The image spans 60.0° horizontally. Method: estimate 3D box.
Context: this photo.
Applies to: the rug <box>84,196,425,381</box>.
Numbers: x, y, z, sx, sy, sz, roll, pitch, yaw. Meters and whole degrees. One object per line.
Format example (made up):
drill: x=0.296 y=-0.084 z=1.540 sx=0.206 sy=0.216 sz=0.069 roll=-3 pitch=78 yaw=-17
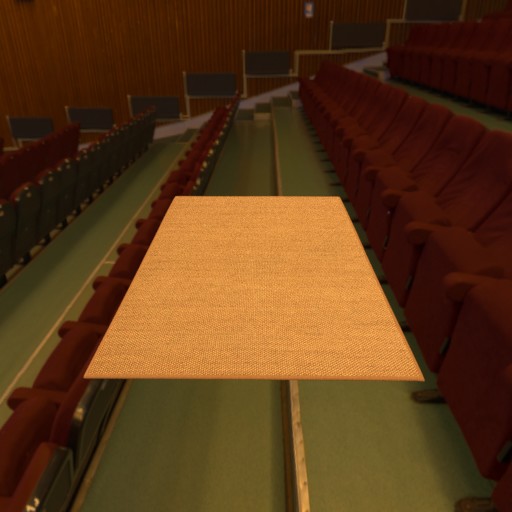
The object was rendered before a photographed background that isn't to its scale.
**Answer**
rug: x=0.000 y=0.000 z=2.108 sx=1.061 sy=0.012 sz=1.668 roll=0 pitch=27 yaw=1
